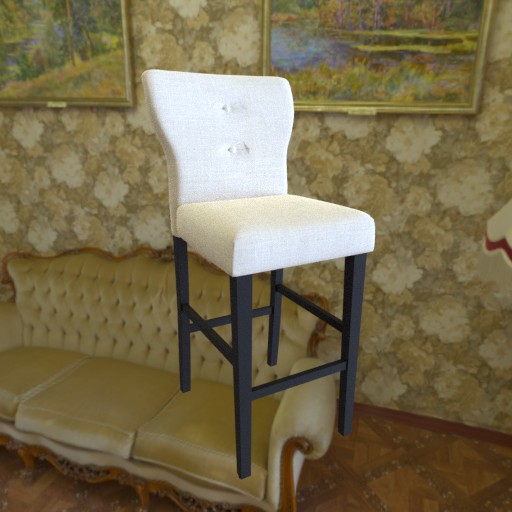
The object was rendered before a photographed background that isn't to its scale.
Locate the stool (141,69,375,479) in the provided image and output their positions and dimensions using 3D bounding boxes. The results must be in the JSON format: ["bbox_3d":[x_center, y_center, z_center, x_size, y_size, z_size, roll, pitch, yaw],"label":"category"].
[{"bbox_3d":[0.000,0.000,1.415,0.516,1.124,0.603,-9,20,-27],"label":"stool"}]
